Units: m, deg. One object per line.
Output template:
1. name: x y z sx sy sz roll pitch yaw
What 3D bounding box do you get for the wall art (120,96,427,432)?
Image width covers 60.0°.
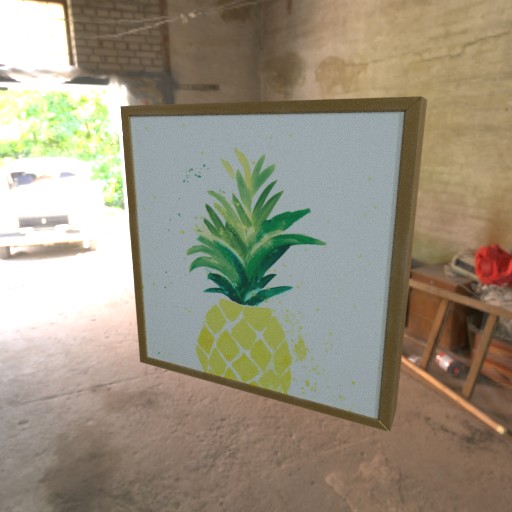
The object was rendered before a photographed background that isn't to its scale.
1. wall art: 0.000 0.000 0.466 0.306 0.305 0.038 8 17 25
